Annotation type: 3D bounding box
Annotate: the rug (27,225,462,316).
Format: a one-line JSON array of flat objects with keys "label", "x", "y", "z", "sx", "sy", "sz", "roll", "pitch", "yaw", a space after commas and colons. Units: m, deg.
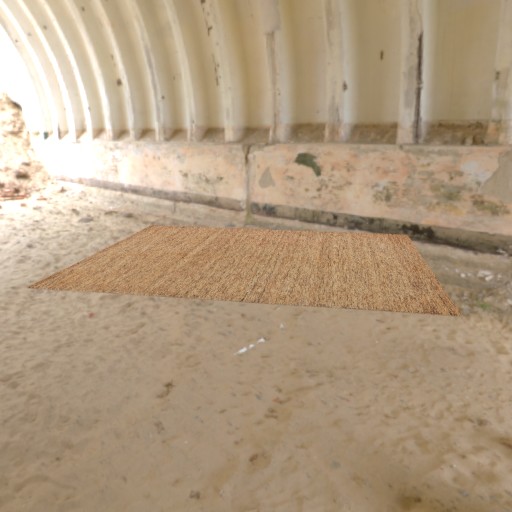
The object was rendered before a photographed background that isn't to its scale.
[{"label": "rug", "x": 0.000, "y": 0.000, "z": 4.348, "sx": 3.200, "sy": 0.012, "sz": 2.438, "roll": 3, "pitch": 16, "yaw": 10}]
